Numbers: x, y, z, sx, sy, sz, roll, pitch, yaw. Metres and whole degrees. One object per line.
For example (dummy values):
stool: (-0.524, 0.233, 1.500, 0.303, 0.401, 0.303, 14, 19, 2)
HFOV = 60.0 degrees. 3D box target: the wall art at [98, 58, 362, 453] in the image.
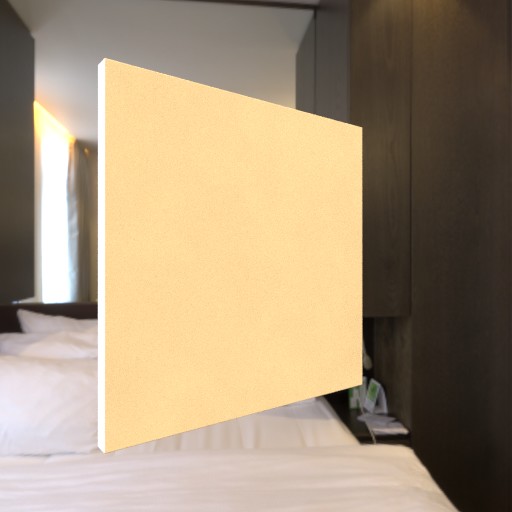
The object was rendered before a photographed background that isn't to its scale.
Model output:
wall art: (0.000, 0.000, 1.098, 0.762, 0.762, 0.040, 0, 0, -37)
